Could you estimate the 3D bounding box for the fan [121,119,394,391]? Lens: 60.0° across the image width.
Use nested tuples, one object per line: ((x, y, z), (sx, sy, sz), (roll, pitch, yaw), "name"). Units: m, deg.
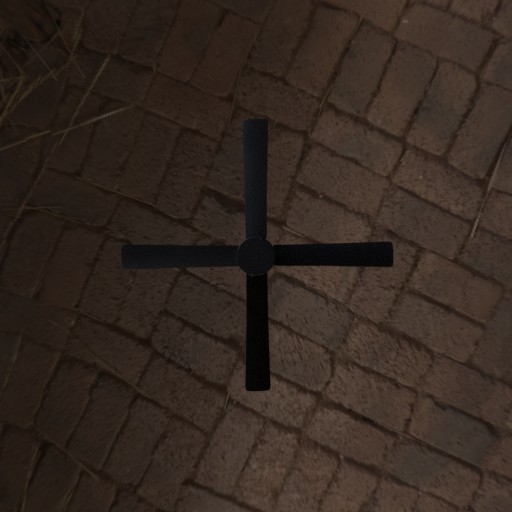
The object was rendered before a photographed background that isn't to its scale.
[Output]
((0.000, 0.000, 2.307), (1.525, 0.534, 1.525), (0, 91, 1), "fan")
